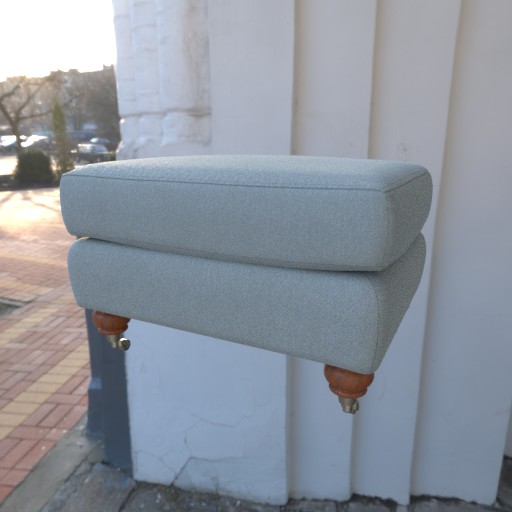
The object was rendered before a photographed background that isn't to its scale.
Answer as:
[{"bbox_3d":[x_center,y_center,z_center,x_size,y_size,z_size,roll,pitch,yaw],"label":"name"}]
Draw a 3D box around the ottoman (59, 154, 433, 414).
[{"bbox_3d":[0.000,0.000,1.126,0.773,0.499,0.569,7,16,26],"label":"ottoman"}]
